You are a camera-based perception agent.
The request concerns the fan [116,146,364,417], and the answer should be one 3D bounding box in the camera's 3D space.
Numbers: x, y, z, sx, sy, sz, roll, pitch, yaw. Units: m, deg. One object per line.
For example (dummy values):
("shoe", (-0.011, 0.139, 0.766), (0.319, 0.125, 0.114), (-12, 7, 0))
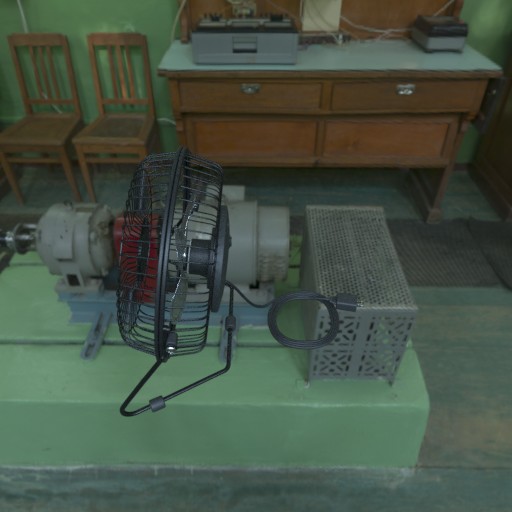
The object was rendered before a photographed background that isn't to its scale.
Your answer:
("fan", (0.000, 0.000, 0.388), (0.227, 0.188, 0.209), (0, 40, 0))
